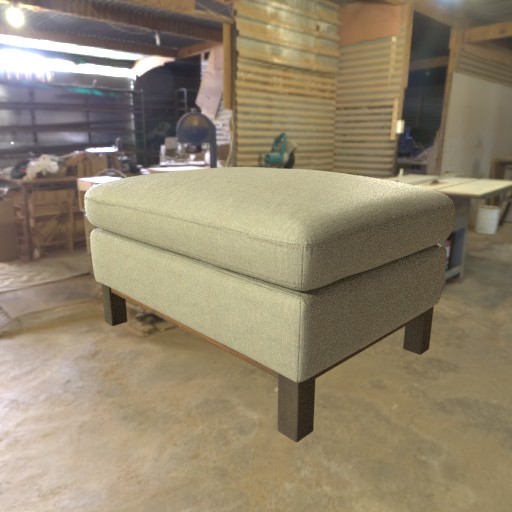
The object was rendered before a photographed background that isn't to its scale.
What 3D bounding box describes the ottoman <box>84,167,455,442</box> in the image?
[{"bbox_3d":[0.000,0.000,1.046,0.528,0.404,0.735,-14,21,-42],"label":"ottoman"}]
